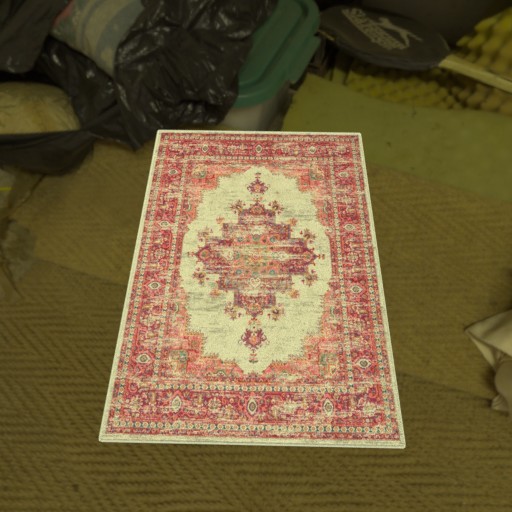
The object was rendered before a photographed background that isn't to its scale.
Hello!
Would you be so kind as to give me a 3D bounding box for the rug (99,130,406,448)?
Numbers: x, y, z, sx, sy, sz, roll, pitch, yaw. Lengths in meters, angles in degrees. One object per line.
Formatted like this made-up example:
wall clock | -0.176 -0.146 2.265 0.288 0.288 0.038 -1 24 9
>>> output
rug | 0.000 0.000 2.205 1.217 0.011 1.747 1 59 1
